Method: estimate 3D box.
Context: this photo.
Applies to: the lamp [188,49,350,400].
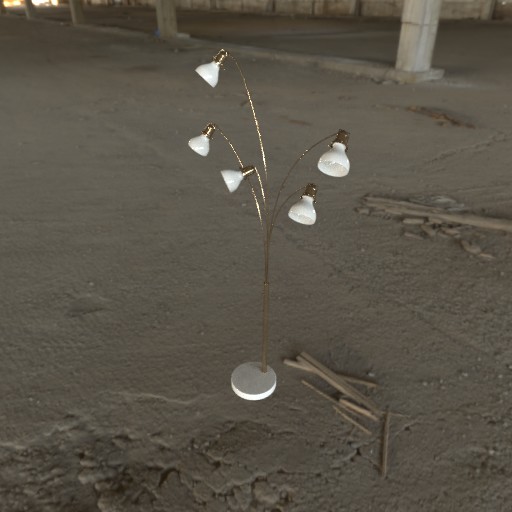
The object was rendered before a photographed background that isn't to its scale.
[{"bbox_3d":[0.000,0.000,2.956,0.361,2.423,1.405,-21,37,-31],"label":"lamp"}]
